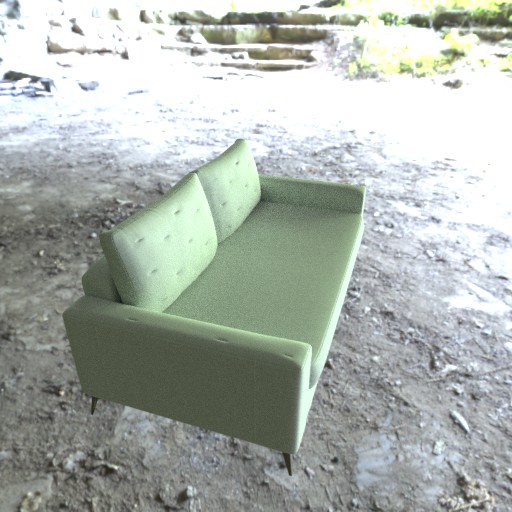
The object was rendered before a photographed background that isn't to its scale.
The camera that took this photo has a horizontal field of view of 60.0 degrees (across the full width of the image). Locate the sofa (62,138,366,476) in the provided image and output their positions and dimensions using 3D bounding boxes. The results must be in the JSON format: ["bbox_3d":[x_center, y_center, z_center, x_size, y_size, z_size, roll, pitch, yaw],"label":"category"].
[{"bbox_3d":[0.000,0.000,2.176,0.920,0.790,1.650,10,31,16],"label":"sofa"}]
